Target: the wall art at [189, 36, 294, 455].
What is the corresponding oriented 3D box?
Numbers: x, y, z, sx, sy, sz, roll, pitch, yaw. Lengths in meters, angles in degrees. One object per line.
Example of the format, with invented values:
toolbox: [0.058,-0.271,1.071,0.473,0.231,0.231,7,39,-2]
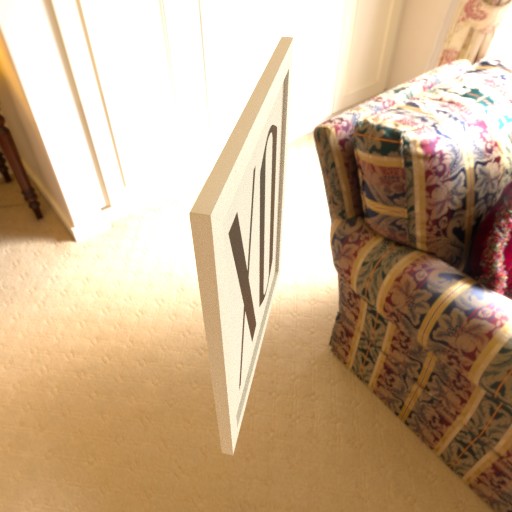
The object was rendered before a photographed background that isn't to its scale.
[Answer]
wall art: [0.000,0.000,0.729,0.020,0.536,0.444,9,46,9]
